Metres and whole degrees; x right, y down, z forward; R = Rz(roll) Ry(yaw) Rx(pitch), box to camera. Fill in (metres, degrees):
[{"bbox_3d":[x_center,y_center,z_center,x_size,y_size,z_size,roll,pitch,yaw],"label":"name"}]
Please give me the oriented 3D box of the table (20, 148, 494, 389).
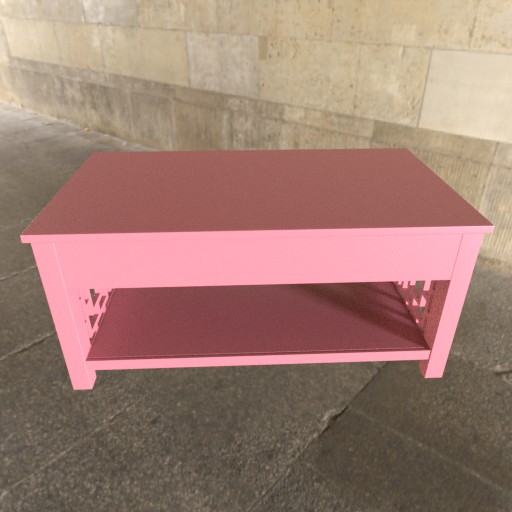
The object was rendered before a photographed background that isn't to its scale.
[{"bbox_3d":[0.000,0.000,1.384,1.068,0.493,0.612,-1,31,-2],"label":"table"}]
